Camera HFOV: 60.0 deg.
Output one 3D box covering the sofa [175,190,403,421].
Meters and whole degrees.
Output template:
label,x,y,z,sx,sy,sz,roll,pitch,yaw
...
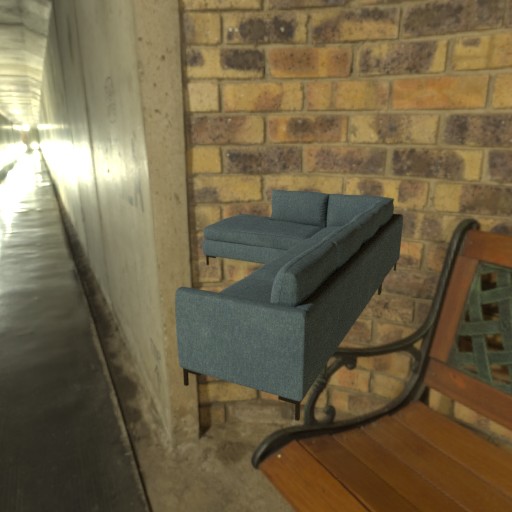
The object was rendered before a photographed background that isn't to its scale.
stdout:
label,x,y,z,sx,sy,sz,roll,pitch,yaw
sofa,0.000,0.000,3.889,2.007,0.815,2.949,8,18,26
